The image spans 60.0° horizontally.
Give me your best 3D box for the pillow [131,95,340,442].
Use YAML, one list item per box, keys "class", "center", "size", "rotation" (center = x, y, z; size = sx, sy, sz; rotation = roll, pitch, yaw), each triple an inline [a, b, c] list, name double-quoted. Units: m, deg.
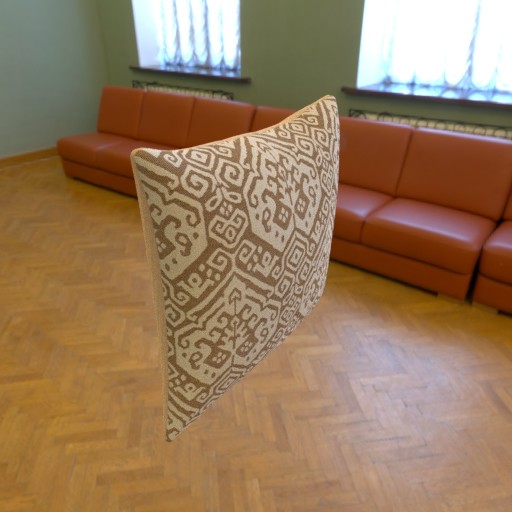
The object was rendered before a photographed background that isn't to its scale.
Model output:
- class: "pillow"
  center: [0.000, 0.000, 0.662]
  size: [0.173, 0.407, 0.419]
  rotation: [19, 34, 31]
